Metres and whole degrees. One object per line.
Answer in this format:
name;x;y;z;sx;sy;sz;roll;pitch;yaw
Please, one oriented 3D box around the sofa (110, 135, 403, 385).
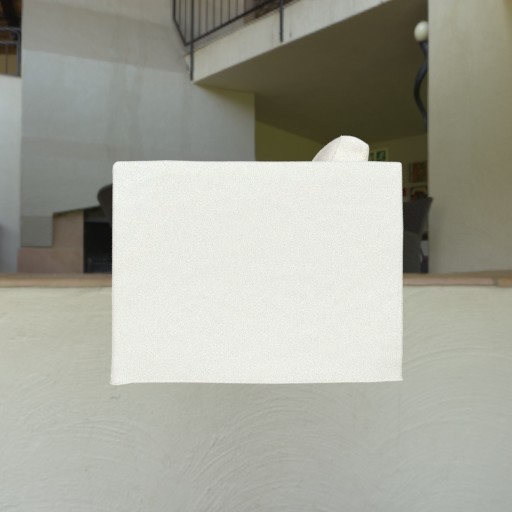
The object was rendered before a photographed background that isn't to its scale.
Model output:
sofa;0.000;0.000;2.268;0.962;0.834;1.746;0;-1;0
